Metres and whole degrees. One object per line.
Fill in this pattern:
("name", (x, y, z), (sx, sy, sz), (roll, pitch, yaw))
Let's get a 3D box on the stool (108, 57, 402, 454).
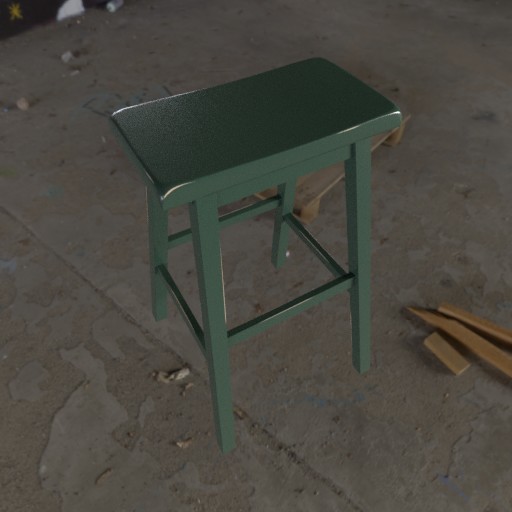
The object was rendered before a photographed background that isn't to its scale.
("stool", (0.000, 0.000, 1.021), (0.457, 0.737, 0.476), (-23, 52, -20))
